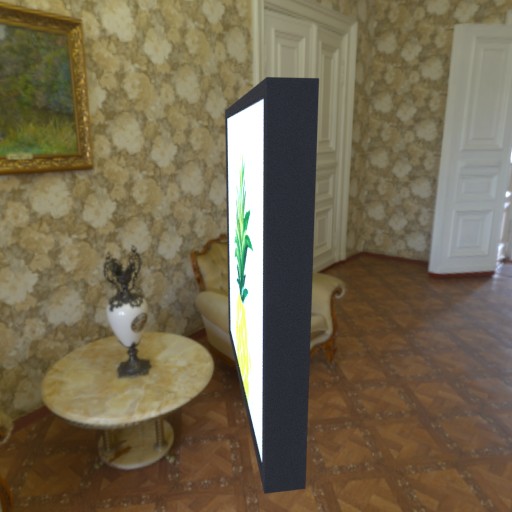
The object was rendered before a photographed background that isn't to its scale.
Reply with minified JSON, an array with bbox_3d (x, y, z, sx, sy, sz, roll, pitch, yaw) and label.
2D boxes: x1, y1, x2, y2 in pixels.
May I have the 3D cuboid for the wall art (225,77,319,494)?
[{"bbox_3d":[0.000,0.000,0.456,0.033,0.304,0.305,-2,15,-8],"label":"wall art"}]
